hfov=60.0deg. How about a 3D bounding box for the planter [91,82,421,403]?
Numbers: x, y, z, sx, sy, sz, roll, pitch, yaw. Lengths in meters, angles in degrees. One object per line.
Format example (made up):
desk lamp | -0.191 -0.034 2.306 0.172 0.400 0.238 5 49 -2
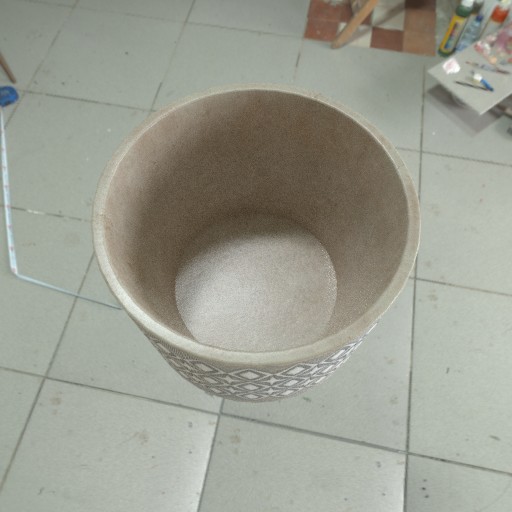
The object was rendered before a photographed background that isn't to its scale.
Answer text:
planter | 0.000 0.000 0.279 0.164 0.127 0.164 0 64 0
